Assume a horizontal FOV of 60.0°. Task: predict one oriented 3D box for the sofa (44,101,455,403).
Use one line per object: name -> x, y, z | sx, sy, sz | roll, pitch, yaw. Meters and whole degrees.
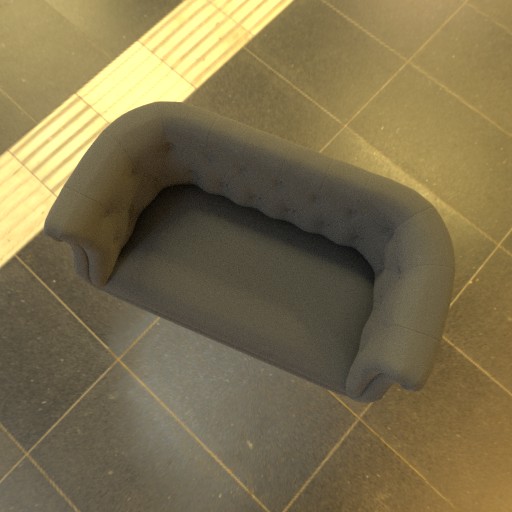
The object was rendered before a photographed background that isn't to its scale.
sofa -> 0.000, 0.000, 2.032 | 1.558, 0.827, 0.835 | 22, 76, 6
